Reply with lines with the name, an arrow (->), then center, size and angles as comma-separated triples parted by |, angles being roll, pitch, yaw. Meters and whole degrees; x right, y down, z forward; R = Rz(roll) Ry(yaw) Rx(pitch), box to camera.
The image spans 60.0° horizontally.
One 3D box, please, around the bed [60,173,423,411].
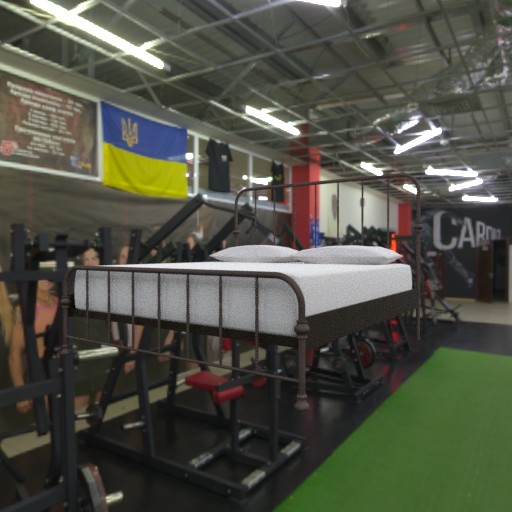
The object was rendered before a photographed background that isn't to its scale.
bed -> 0.000, 0.000, 3.529 | 2.044, 1.446, 2.134 | 1, 1, 35
